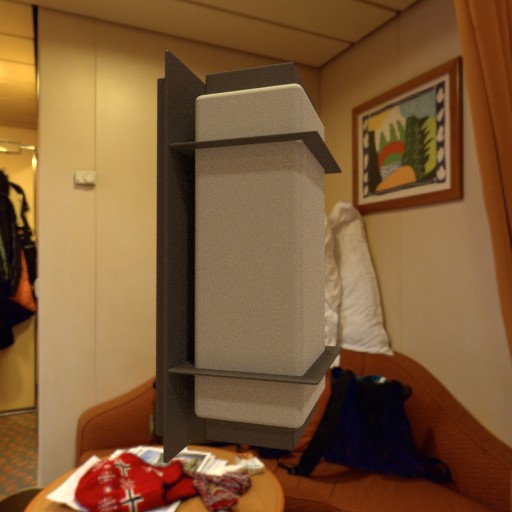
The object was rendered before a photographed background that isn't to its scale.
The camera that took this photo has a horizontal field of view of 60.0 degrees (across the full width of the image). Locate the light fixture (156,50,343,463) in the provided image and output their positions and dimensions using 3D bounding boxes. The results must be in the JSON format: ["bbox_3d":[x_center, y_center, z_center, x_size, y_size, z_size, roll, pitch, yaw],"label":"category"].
[{"bbox_3d":[0.000,0.000,0.426,0.146,0.347,0.153,0,-1,18],"label":"light fixture"}]
